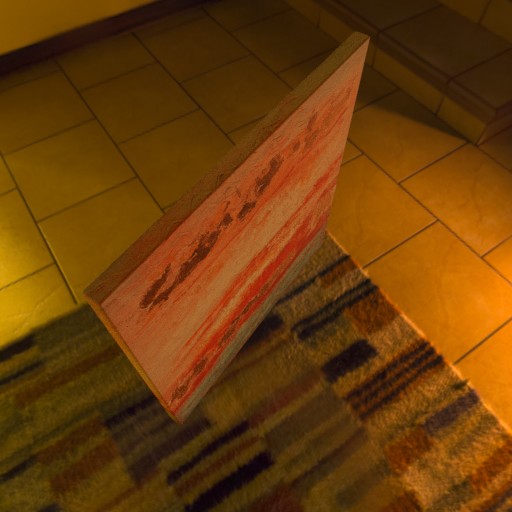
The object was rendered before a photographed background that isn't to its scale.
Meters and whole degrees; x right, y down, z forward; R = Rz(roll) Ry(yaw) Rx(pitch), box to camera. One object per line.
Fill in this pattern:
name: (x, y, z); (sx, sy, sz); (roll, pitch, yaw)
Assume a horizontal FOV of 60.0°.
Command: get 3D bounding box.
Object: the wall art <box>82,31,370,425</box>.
wall art: (0.000, 0.000, 1.058); (0.035, 0.747, 0.747); (31, 63, 18)
